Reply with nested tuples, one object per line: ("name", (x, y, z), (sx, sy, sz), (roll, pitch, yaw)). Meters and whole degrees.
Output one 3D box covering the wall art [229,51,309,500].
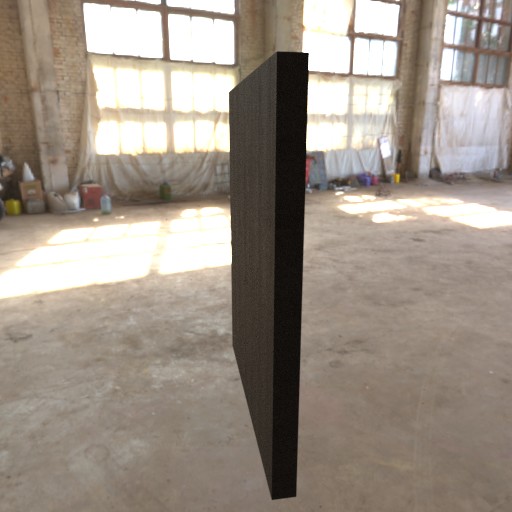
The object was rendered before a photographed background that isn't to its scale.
("wall art", (0.000, 0.000, 0.738), (0.034, 0.552, 0.455), (-3, 16, -9))
